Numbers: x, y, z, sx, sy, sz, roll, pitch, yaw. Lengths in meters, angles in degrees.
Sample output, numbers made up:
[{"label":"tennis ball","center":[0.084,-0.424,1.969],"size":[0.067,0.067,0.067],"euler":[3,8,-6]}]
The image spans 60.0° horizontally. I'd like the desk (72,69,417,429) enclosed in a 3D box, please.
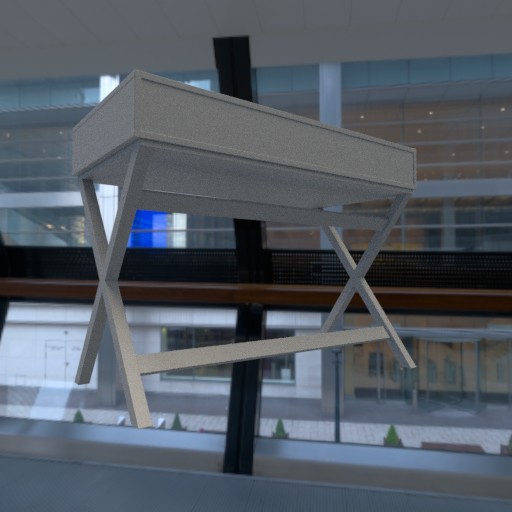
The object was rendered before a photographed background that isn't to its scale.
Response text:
[{"label":"desk","center":[0.000,0.000,1.482],"size":[1.057,0.780,0.525],"euler":[2,-2,-37]}]
